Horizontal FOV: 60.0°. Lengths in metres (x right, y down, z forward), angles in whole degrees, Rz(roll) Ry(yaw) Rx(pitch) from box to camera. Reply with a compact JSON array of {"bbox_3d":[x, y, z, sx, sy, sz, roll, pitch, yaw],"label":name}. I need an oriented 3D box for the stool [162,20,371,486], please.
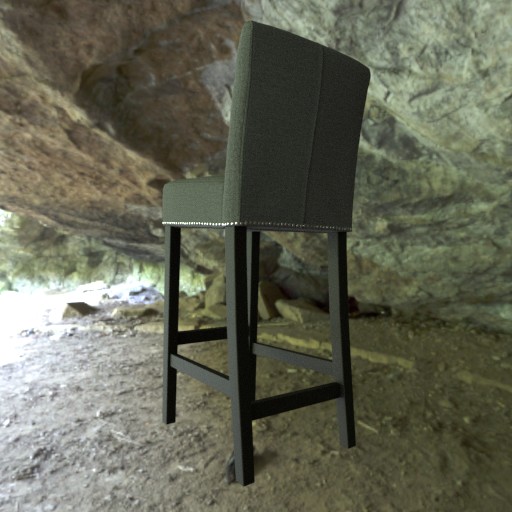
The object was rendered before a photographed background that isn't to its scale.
[{"bbox_3d":[0.000,0.000,1.282,0.411,1.047,0.548,0,-1,-36],"label":"stool"}]
